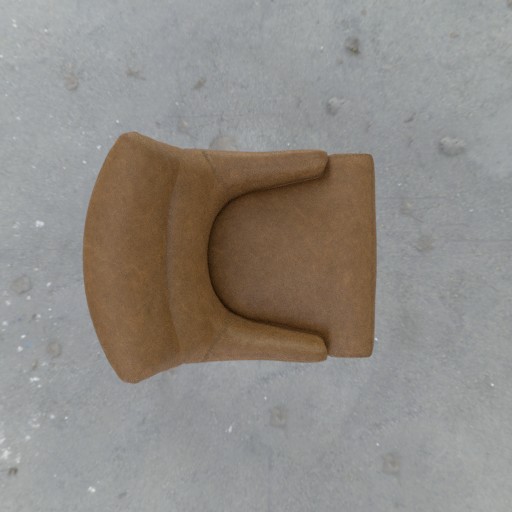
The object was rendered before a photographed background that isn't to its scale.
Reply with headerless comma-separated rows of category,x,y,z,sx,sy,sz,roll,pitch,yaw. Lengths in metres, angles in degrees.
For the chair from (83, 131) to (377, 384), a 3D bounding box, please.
chair,0.000,0.000,1.526,0.874,0.869,0.729,0,91,0
